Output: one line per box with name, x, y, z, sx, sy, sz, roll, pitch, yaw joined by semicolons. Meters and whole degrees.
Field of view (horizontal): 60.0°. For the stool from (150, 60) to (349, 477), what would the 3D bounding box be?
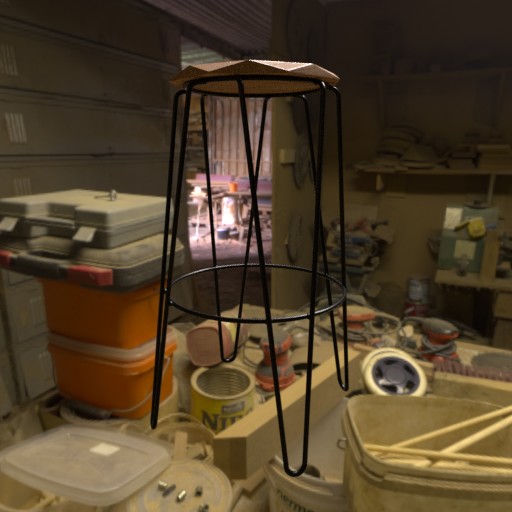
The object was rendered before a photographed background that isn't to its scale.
stool;0.000;0.000;0.797;0.326;0.610;0.326;7;15;26
